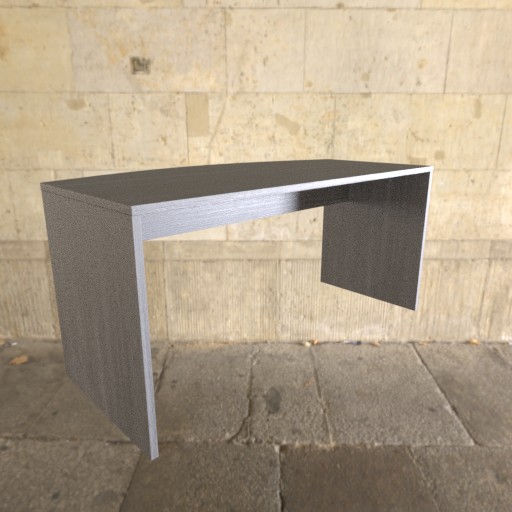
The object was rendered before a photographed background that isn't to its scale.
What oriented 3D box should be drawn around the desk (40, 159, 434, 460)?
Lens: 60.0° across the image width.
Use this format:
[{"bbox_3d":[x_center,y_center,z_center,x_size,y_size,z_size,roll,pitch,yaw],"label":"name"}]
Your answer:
[{"bbox_3d":[0.000,0.000,1.992,1.600,0.750,0.802,-15,22,-41],"label":"desk"}]
